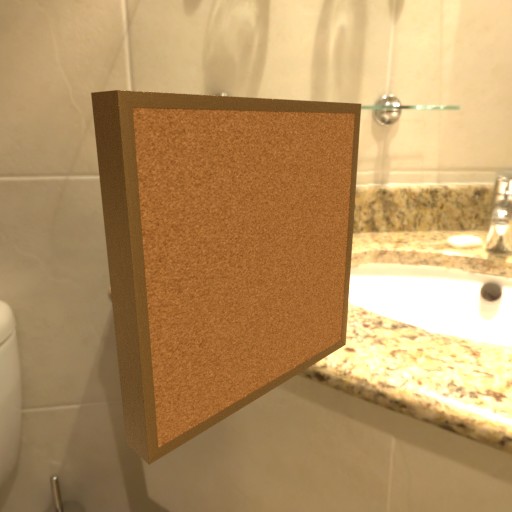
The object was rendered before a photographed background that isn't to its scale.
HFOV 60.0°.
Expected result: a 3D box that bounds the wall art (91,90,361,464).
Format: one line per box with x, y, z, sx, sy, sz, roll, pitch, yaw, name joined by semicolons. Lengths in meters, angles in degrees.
0.000;0.000;0.457;0.038;0.305;0.304;16;23;42;wall art
